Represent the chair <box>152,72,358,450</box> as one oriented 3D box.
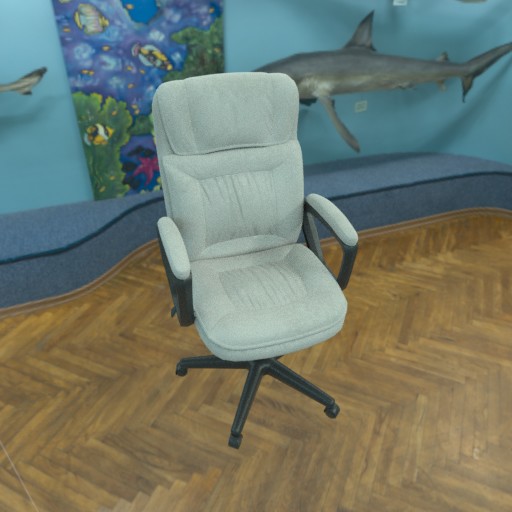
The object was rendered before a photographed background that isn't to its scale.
[{"bbox_3d":[0.000,0.000,1.571,0.667,1.105,0.724,-11,35,-16],"label":"chair"}]
